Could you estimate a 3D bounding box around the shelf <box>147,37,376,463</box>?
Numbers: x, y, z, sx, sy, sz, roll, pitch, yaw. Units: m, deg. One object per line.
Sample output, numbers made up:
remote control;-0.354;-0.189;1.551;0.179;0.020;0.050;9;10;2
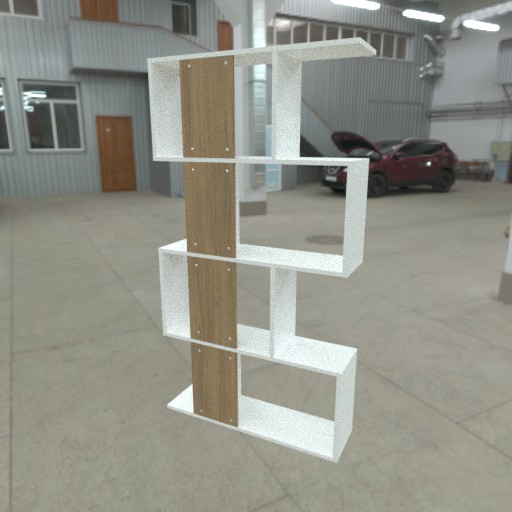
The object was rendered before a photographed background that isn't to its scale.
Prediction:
shelf;0.000;0.000;1.966;0.890;1.650;0.250;7;16;26
